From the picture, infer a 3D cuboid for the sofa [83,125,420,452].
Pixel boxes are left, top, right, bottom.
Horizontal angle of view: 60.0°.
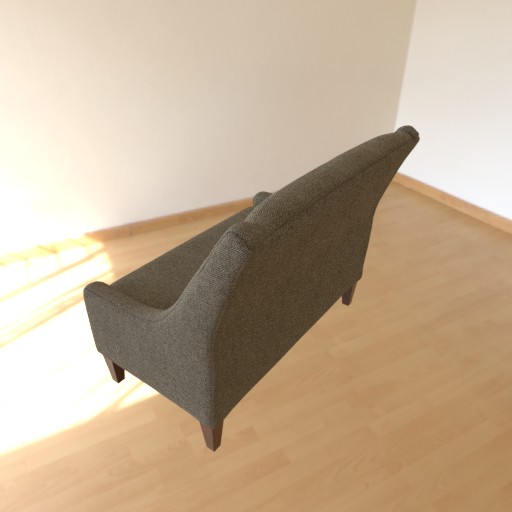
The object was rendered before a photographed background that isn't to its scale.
[{"bbox_3d":[0.000,0.000,1.955,0.870,1.021,1.242,21,37,31],"label":"sofa"}]
